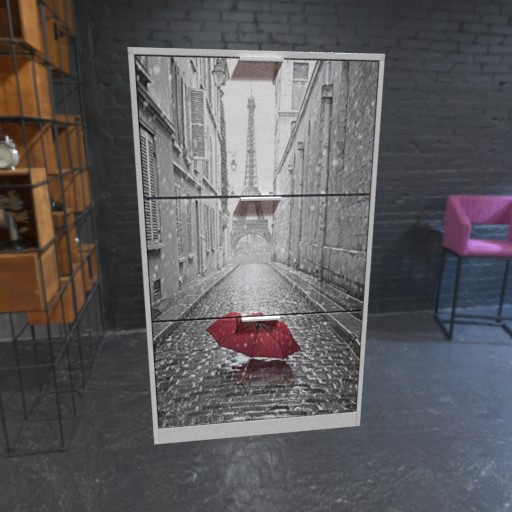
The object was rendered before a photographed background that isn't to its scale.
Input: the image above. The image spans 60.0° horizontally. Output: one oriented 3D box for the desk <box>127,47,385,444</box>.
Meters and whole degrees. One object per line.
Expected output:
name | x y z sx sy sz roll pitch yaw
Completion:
desk | 0.000 0.000 1.546 0.750 1.280 0.250 -2 15 -8
